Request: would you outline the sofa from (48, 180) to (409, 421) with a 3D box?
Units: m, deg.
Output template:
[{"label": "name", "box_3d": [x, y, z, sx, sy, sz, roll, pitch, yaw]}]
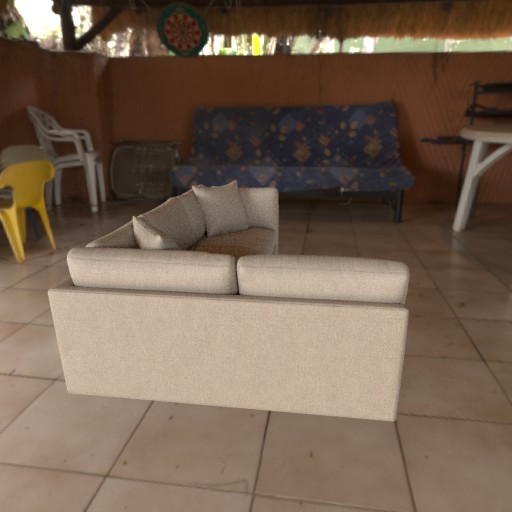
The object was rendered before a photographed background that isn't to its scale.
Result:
[{"label": "sofa", "box_3d": [0.000, 0.000, 3.792, 1.994, 0.978, 2.896, 2, 17, 8]}]
